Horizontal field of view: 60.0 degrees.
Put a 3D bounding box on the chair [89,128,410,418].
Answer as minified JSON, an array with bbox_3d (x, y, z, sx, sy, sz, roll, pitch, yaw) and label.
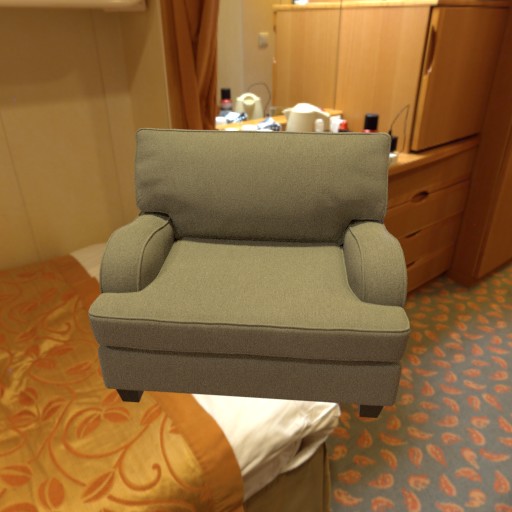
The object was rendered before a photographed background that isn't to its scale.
[{"bbox_3d":[0.000,0.000,2.034,1.220,1.016,1.041,2,28,4],"label":"chair"}]
